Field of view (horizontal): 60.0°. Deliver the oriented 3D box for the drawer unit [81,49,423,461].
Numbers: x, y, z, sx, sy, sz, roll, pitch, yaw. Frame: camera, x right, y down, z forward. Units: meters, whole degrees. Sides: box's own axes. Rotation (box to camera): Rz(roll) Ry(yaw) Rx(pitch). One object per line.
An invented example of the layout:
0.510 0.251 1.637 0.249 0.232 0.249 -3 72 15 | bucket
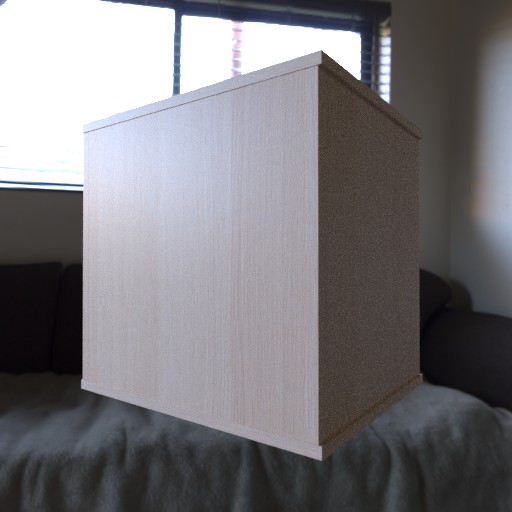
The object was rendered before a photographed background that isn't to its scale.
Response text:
0.000 0.000 0.589 0.349 0.344 0.290 0 -1 36 | drawer unit
